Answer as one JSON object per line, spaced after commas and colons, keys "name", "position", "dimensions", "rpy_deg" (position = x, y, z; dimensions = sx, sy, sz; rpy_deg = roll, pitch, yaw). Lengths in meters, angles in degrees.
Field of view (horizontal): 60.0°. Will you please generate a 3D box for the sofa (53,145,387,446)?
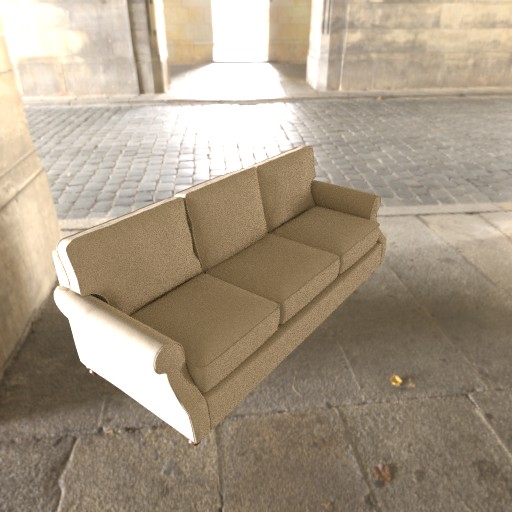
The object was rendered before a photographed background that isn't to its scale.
{"name": "sofa", "position": [0.000, 0.000, 2.882], "dimensions": [0.966, 0.948, 2.354], "rpy_deg": [20, 34, 32]}
